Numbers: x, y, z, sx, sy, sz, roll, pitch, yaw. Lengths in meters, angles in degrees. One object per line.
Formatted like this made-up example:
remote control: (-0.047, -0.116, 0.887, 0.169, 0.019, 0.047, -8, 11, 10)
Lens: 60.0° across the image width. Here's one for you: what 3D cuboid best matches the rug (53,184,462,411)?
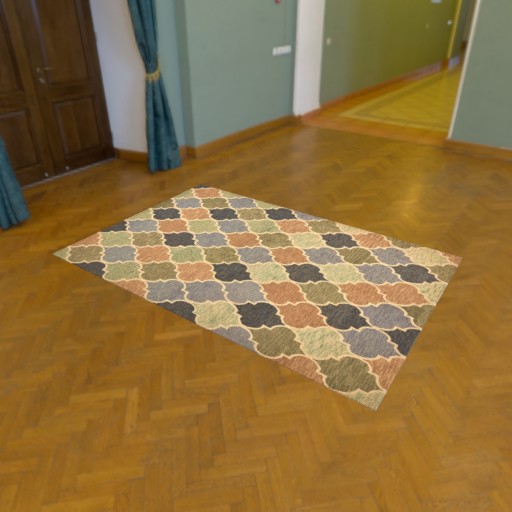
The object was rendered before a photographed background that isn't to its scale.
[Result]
rug: (0.000, 0.000, 2.376, 1.828, 0.006, 1.216, 20, 36, 29)
